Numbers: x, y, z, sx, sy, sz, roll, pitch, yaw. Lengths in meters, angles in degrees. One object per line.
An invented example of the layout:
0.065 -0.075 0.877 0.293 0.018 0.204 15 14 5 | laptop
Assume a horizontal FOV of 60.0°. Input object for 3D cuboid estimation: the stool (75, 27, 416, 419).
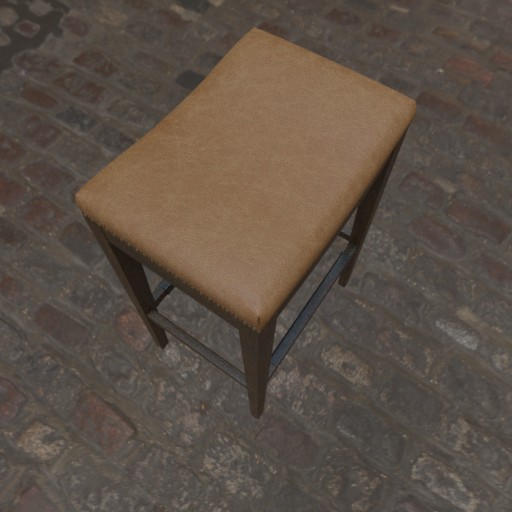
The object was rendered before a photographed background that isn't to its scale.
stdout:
0.000 0.000 1.012 0.361 0.759 0.500 32 67 15 | stool
